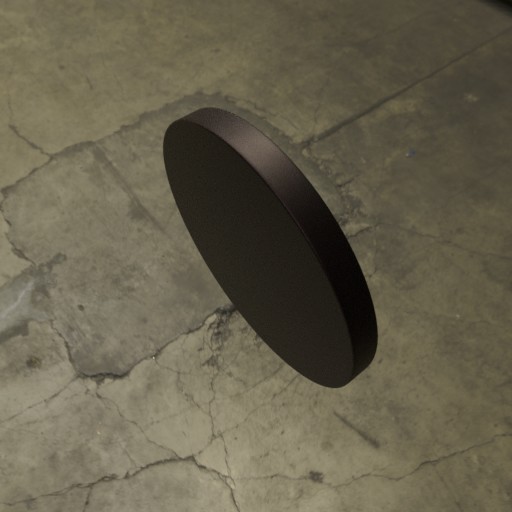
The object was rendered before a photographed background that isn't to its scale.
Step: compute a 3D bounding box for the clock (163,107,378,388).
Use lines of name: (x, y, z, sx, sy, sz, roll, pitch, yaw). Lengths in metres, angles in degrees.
clock: (0.000, 0.000, 0.469, 0.029, 0.314, 0.314, -33, 64, -19)
